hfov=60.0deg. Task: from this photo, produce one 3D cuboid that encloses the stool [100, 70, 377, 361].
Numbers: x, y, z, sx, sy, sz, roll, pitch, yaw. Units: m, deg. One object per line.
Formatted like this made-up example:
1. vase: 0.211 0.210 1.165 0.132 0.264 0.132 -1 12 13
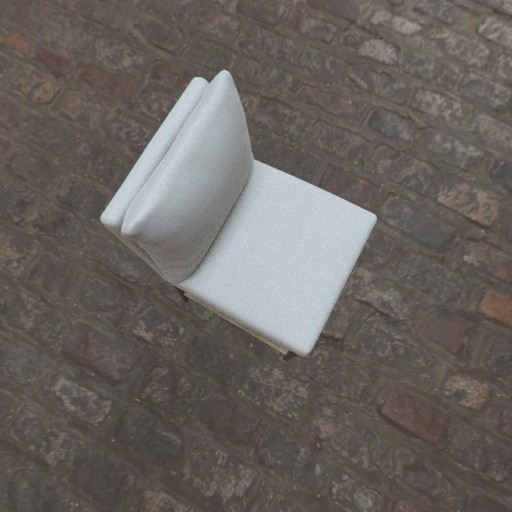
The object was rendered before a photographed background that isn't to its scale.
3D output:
1. stool: 0.000 0.000 1.467 0.572 1.125 0.463 27 76 7
